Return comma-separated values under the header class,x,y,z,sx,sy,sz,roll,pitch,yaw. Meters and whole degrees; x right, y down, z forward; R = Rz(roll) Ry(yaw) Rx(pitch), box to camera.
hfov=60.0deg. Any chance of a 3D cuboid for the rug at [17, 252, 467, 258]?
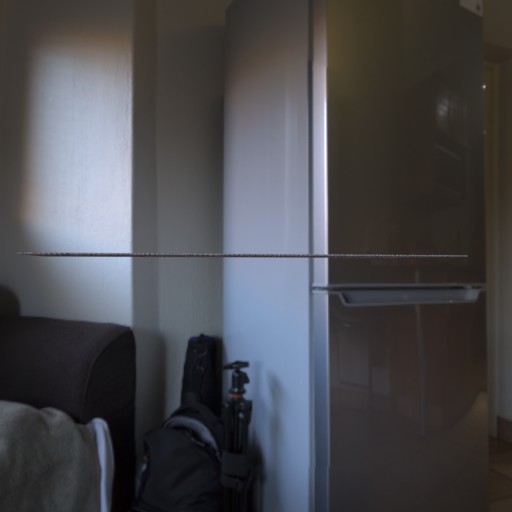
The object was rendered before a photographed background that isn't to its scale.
class,x,y,z,sx,sy,sz,roll,pitch,yaw
rug,0.000,0.000,2.665,2.432,0.008,0.766,0,-1,-18
